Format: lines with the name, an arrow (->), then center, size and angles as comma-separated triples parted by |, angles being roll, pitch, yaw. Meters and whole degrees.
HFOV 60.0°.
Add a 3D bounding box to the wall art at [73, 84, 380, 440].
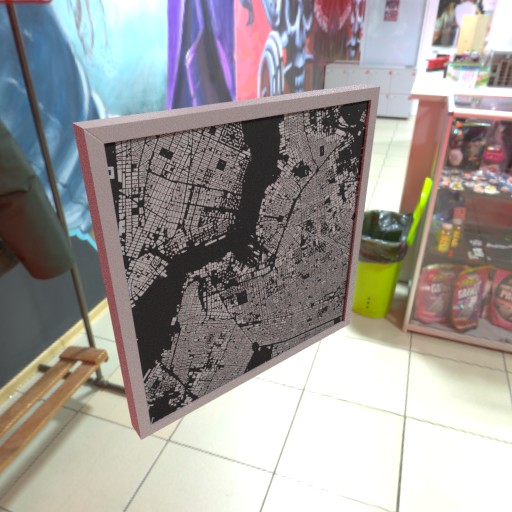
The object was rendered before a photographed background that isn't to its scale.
wall art -> 0.000, 0.000, 0.756 | 0.506, 0.506, 0.038 | -20, 35, -32
